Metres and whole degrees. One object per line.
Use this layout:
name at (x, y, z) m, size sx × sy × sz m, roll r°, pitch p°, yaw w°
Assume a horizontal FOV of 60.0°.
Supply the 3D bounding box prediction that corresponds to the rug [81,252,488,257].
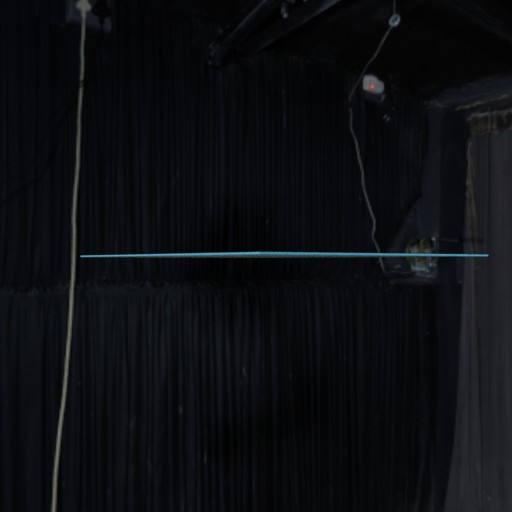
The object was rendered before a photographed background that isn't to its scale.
rug at (0.000, 0.000, 3.989) m, size 2.226 × 0.015 × 3.044 m, roll 0°, pitch -1°, yaw -37°
